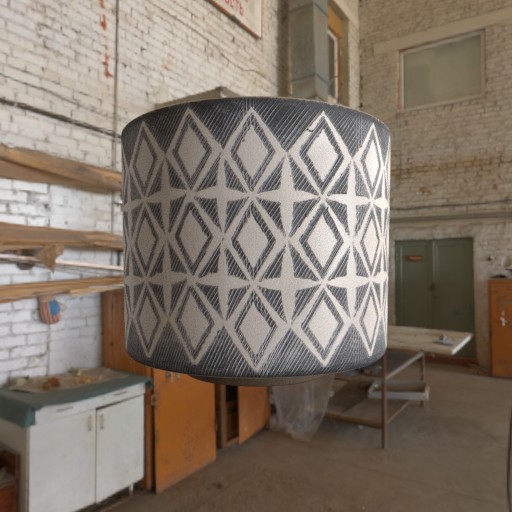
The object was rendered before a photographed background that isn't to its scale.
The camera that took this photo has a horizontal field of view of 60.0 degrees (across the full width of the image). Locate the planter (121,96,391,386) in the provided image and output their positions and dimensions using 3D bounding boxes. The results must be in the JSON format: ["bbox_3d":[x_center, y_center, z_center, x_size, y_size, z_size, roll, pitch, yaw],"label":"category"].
[{"bbox_3d":[0.000,0.000,0.328,0.192,0.165,0.192,0,-2,0],"label":"planter"}]
